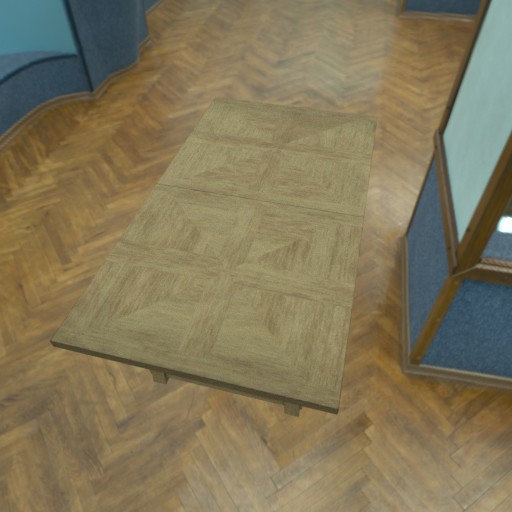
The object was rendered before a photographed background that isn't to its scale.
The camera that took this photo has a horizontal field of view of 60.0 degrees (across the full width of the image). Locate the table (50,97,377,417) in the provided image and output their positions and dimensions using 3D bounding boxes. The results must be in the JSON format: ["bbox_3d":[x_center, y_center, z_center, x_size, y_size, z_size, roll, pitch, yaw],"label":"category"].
[{"bbox_3d":[0.000,0.000,2.380,1.016,0.768,1.881,10,47,10],"label":"table"}]
